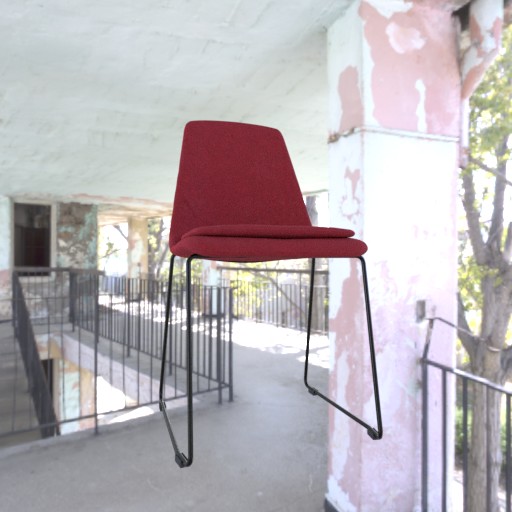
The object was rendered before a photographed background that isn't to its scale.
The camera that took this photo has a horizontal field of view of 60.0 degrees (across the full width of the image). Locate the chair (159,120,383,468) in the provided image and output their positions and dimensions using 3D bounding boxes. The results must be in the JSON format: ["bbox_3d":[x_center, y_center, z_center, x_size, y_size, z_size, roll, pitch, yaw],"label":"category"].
[{"bbox_3d":[0.000,0.000,1.181,0.479,0.858,0.518,0,0,-18],"label":"chair"}]
